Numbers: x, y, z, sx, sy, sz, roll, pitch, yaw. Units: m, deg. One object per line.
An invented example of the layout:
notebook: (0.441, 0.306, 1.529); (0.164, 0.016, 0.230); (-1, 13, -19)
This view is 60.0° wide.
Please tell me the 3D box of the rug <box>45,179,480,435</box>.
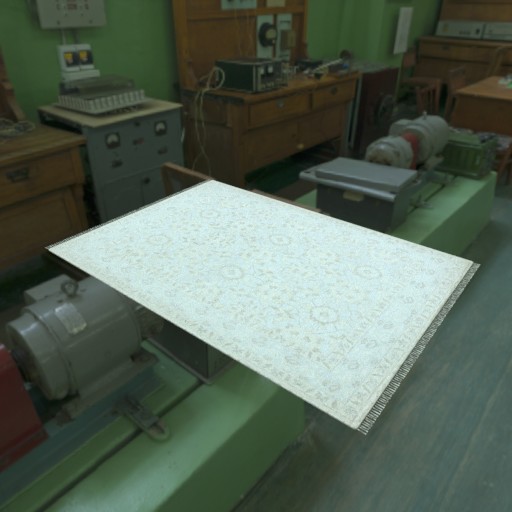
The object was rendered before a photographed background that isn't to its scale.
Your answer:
rug: (0.000, 0.000, 2.739); (2.233, 0.011, 1.514); (22, 38, 32)
